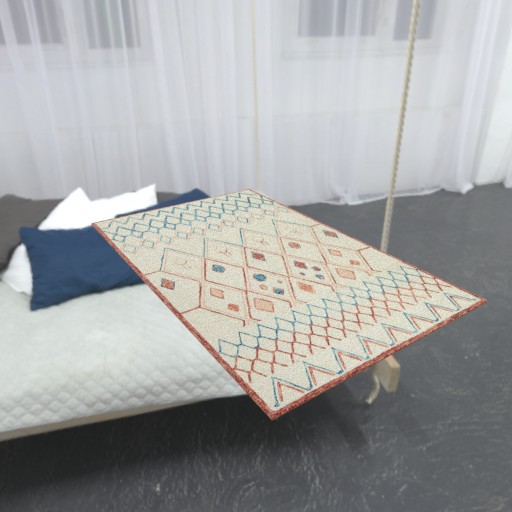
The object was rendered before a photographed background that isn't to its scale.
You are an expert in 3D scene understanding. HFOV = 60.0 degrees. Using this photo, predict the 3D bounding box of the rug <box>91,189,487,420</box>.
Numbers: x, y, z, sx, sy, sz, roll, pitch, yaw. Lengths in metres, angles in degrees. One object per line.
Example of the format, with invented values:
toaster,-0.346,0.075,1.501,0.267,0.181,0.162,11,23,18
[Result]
rug,0.000,0.000,3.031,1.524,0.015,2.438,-17,31,-30
